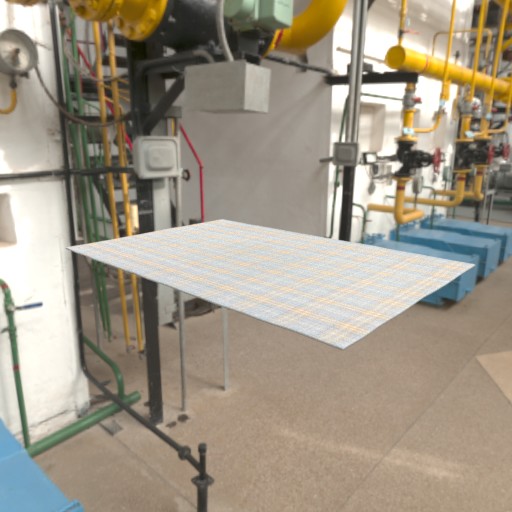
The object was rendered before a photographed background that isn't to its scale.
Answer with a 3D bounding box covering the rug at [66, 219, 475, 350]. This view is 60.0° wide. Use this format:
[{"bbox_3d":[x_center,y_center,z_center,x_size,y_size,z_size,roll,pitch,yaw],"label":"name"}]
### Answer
[{"bbox_3d":[0.000,0.000,2.357,1.835,0.012,1.231,13,20,41],"label":"rug"}]
